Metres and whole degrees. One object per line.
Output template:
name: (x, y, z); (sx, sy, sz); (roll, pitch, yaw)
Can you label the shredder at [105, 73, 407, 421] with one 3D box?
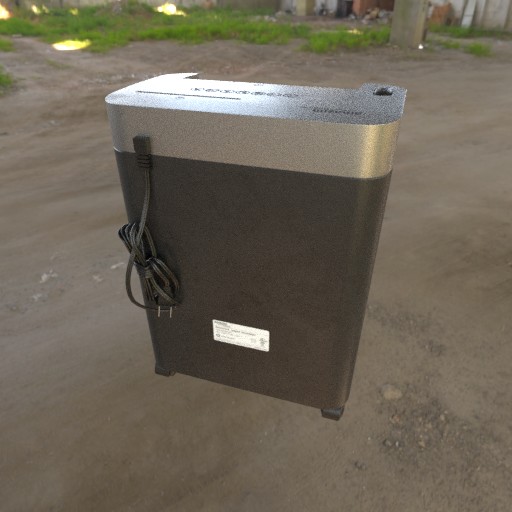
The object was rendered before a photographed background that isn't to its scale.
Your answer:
shredder: (0.000, 0.000, 0.592); (0.311, 0.419, 0.237); (10, 33, 15)
